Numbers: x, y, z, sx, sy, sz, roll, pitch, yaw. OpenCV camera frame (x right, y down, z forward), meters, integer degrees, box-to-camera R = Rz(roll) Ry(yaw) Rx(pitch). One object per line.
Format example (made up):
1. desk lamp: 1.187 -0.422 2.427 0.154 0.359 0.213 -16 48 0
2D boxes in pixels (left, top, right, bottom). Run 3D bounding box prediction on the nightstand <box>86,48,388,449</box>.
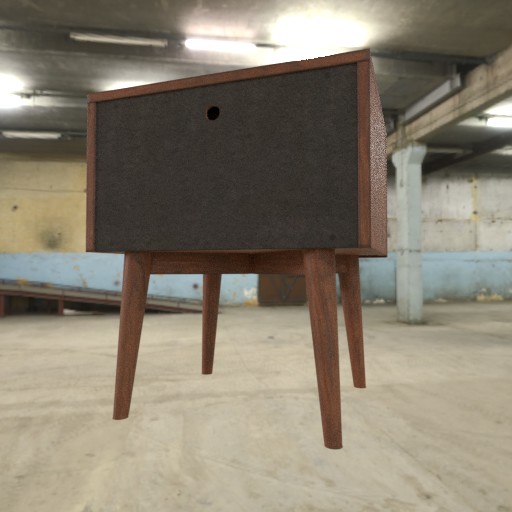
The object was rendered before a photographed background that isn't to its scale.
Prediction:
1. nightstand: 0.000 0.000 0.952 0.521 0.607 0.445 -1 -2 19
